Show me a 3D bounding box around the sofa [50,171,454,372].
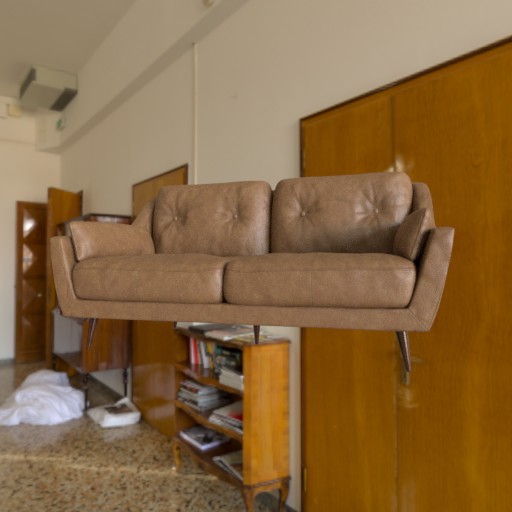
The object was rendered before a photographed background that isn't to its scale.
[{"bbox_3d":[0.000,0.000,2.221,1.731,0.886,0.981,0,-1,18],"label":"sofa"}]
